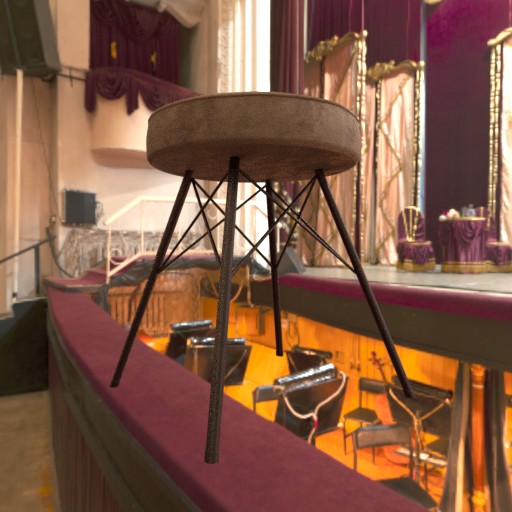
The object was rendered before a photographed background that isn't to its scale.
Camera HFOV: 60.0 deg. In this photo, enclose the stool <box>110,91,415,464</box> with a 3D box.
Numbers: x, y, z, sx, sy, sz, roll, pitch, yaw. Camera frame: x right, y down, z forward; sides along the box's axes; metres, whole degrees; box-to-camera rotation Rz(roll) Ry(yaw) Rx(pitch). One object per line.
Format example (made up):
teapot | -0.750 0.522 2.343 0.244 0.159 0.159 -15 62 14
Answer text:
stool | 0.000 0.000 0.879 0.457 0.538 0.423 -1 1 -36
